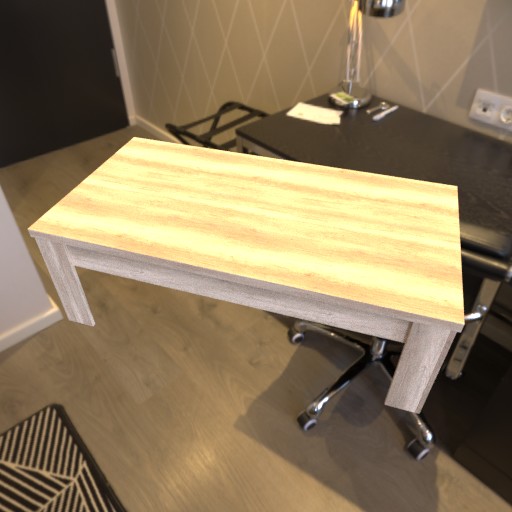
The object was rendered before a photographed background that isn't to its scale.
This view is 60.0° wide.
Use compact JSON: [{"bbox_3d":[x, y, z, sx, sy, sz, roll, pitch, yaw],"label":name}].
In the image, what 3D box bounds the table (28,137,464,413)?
[{"bbox_3d":[0.000,0.000,1.701,1.350,0.460,0.700,12,42,13],"label":"table"}]
